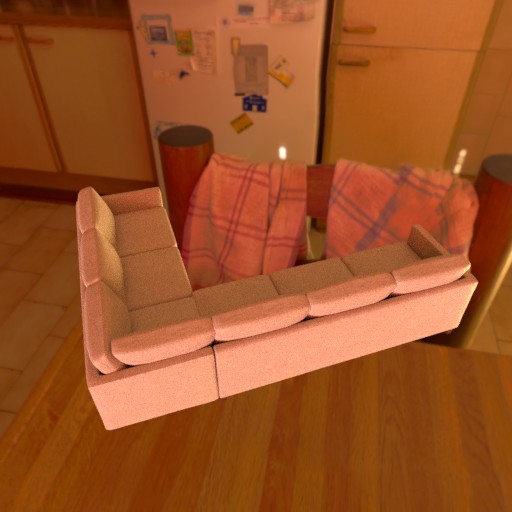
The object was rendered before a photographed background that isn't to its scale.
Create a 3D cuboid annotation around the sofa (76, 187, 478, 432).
[{"bbox_3d":[0.000,0.000,4.504,3.333,0.934,2.522,-13,42,-14],"label":"sofa"}]
